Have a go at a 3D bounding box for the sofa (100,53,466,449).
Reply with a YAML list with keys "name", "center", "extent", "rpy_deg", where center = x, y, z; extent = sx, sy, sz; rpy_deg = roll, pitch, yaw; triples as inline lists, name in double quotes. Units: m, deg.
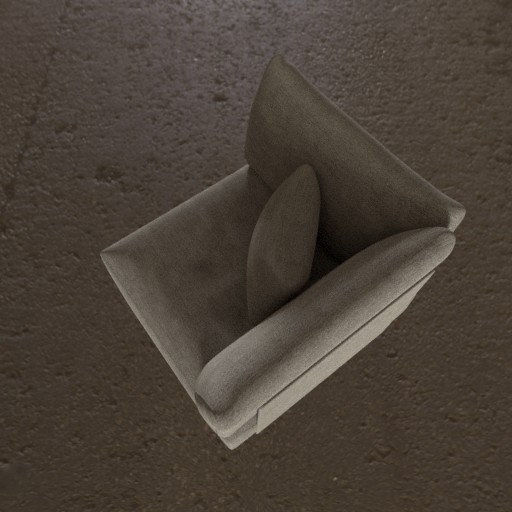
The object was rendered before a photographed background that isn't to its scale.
- name: "sofa"
  center: [0.000, 0.000, 1.730]
  extent: [1.000, 0.820, 1.000]
  rpy_deg: [-34, 67, -17]
